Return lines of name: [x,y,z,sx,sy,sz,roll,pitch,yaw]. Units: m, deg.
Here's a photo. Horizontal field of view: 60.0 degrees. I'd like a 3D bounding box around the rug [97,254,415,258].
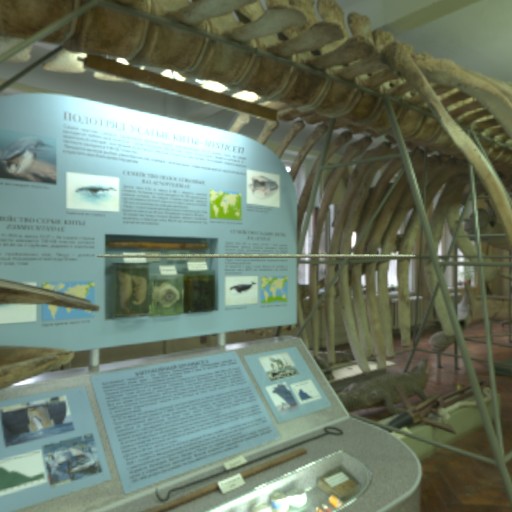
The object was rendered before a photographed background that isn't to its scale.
rug: [0.000,0.000,2.353,1.593,0.012,1.593,0,0,0]
